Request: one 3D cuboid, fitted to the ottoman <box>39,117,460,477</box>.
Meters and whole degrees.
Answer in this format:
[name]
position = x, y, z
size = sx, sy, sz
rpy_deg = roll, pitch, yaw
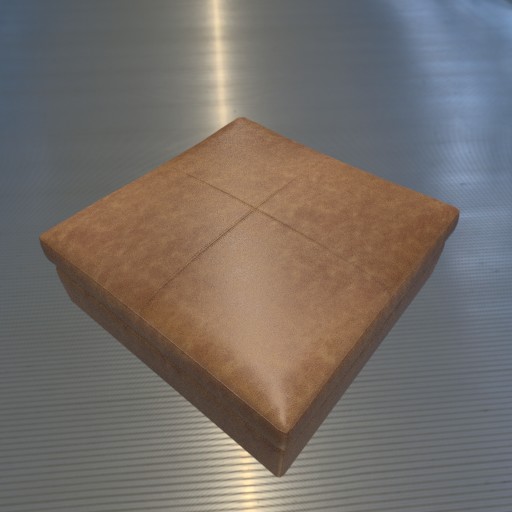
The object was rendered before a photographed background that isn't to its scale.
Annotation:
[ottoman]
position = 0.000, 0.000, 1.823
size = 1.169, 0.483, 1.168
rpy_deg = 31, 54, 26
